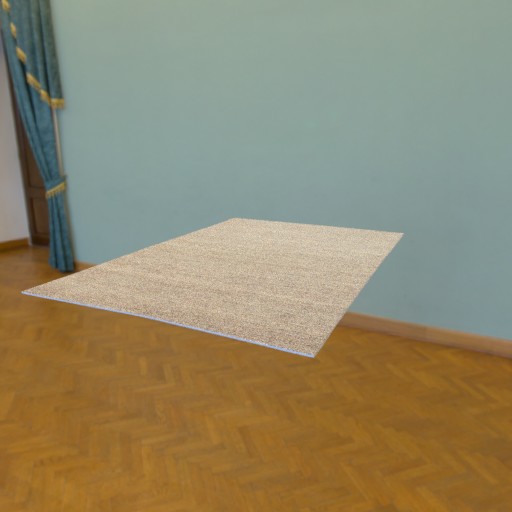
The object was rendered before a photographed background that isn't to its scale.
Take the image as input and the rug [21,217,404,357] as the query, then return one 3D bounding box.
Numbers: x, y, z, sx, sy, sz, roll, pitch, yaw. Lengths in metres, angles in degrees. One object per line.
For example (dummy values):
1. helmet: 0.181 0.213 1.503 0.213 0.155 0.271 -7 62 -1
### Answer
1. rug: 0.000 0.000 3.002 1.609 0.030 2.342 7 17 25
